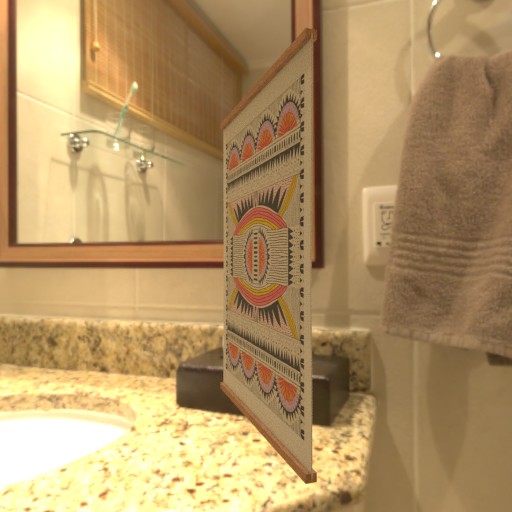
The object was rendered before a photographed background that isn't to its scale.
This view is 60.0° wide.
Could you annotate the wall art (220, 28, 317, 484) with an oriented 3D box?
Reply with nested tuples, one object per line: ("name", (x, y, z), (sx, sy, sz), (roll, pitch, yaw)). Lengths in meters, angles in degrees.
("wall art", (0.000, 0.000, 1.350), (0.028, 1.016, 0.765), (0, 0, -19))
